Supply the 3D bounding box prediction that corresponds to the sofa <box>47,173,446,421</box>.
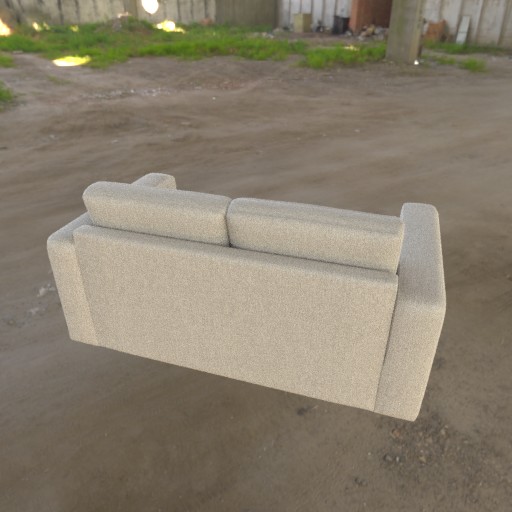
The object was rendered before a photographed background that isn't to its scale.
[{"bbox_3d":[0.000,0.000,2.028,1.540,0.800,0.900,9,31,15],"label":"sofa"}]
